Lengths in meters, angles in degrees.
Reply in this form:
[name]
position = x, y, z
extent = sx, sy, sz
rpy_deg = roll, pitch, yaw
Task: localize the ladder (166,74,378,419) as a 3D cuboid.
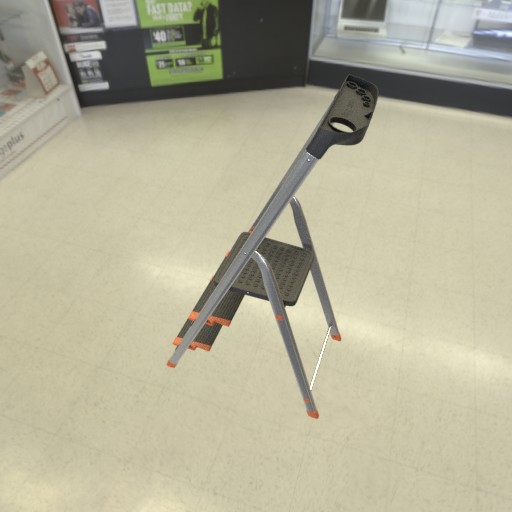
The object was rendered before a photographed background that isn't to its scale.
[ladder]
position = 0.000, 0.000, 1.550
extent = 0.686, 1.229, 0.416
rpy_deg = 15, 48, 14
